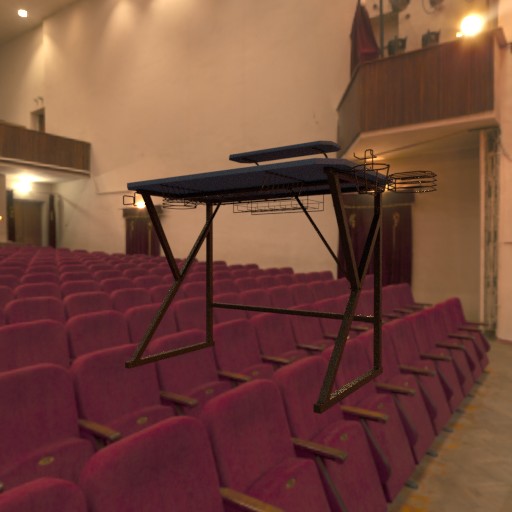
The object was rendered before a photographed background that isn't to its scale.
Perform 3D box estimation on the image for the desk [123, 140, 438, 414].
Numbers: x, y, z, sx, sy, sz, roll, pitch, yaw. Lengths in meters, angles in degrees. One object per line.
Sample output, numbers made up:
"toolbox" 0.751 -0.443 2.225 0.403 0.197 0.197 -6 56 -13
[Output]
"desk" 0.000 0.000 1.781 1.295 0.909 0.594 1 1 35
